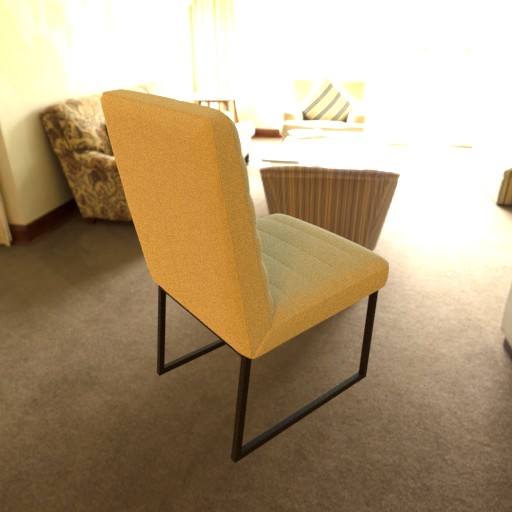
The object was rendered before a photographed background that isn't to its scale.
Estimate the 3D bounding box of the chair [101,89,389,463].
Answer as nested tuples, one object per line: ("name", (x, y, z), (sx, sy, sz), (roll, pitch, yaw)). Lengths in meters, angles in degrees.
("chair", (0.000, 0.000, 1.310), (0.634, 0.930, 0.520), (-19, 32, -34))
